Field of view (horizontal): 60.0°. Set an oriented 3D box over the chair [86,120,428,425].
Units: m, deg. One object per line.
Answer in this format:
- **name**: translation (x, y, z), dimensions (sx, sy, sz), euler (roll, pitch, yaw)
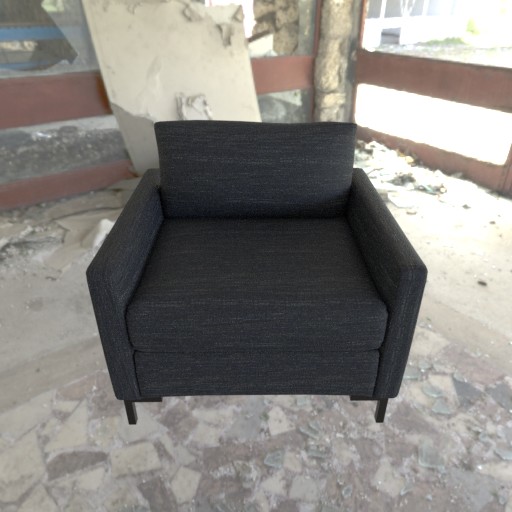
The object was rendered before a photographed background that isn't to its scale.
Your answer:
- **chair**: translation (0.000, 0.000, 1.643), dimensions (0.963, 0.861, 0.866), euler (0, 30, 0)
